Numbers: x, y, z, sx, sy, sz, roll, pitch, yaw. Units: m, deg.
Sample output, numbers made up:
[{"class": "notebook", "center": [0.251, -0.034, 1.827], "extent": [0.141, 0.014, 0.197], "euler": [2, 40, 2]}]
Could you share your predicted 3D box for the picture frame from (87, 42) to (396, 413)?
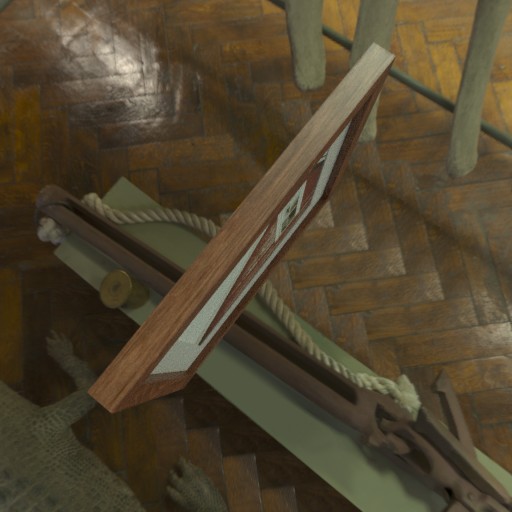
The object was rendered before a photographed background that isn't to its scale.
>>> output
[{"class": "picture frame", "center": [0.000, 0.000, 0.522], "extent": [0.025, 0.330, 0.381], "euler": [37, 79, 8]}]
